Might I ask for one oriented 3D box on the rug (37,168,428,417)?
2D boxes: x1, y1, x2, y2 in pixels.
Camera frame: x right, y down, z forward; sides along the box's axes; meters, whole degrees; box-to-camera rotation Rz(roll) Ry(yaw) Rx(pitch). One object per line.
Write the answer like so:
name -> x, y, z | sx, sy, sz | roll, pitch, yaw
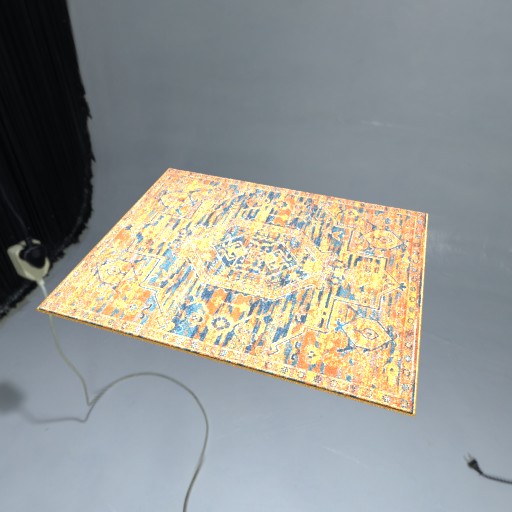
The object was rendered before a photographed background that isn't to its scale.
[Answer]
rug -> 0.000, 0.000, 4.183 | 3.040, 0.031, 2.435 | 12, 42, 14
